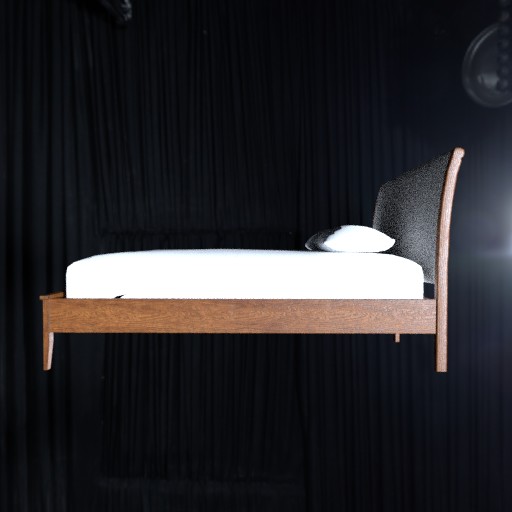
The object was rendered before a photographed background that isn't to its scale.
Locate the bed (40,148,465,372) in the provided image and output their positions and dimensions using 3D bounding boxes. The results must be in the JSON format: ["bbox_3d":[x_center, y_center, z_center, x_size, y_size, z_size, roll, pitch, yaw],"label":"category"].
[{"bbox_3d":[0.000,0.000,3.247,2.380,1.250,1.612,0,1,1],"label":"bed"}]
